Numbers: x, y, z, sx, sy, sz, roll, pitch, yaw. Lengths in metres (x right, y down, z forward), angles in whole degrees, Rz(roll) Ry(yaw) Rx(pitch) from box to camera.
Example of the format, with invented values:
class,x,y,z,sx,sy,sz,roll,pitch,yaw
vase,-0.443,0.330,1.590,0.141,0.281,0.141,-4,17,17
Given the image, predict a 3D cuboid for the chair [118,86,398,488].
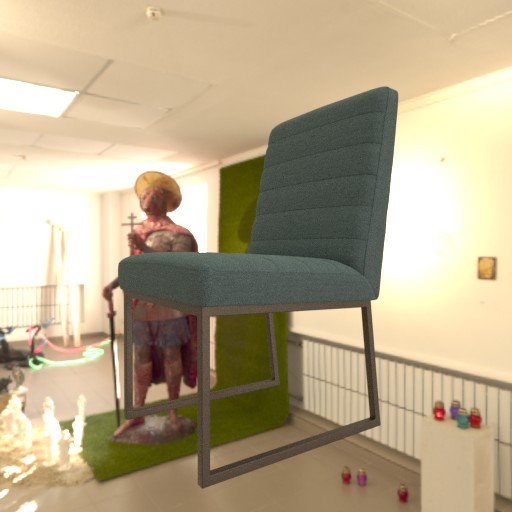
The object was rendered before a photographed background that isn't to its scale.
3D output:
class,x,y,z,sx,sy,sz,roll,pitch,yaw
chair,0.000,0.000,1.249,0.634,0.930,0.520,-1,1,-36
